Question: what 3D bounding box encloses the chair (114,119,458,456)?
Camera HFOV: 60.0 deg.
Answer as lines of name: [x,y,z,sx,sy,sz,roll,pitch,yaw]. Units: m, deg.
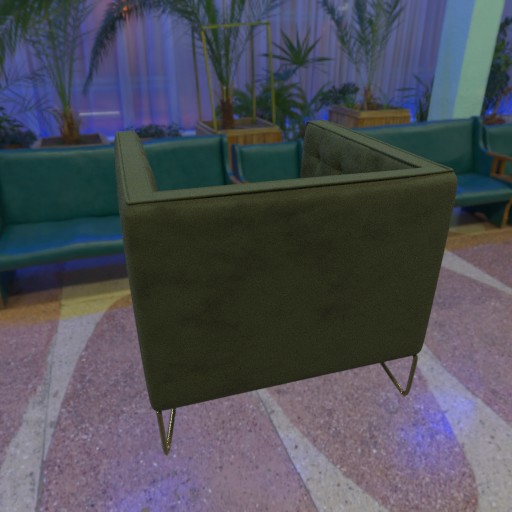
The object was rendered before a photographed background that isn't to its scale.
chair: [0.000,0.000,1.585,0.880,0.790,0.894,-8,28,-15]
